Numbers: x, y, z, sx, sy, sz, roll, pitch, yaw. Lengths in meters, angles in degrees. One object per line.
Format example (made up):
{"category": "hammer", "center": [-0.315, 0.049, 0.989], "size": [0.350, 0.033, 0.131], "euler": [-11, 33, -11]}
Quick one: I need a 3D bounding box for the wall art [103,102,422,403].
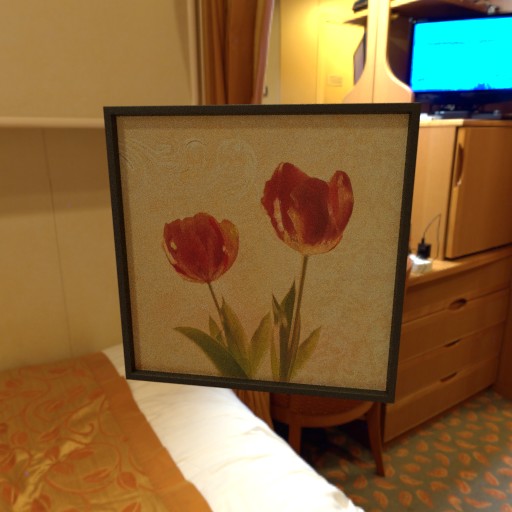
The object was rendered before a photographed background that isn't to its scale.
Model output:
{"category": "wall art", "center": [0.000, 0.000, 0.542], "size": [0.349, 0.349, 0.038], "euler": [2, 15, 9]}
